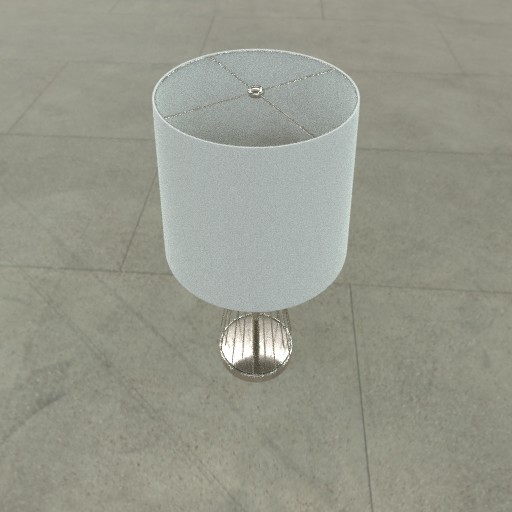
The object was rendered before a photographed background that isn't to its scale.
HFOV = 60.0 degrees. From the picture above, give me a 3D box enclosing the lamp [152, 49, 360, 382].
[{"bbox_3d":[0.000,0.000,0.778,0.303,0.618,0.303,0,47,0],"label":"lamp"}]
